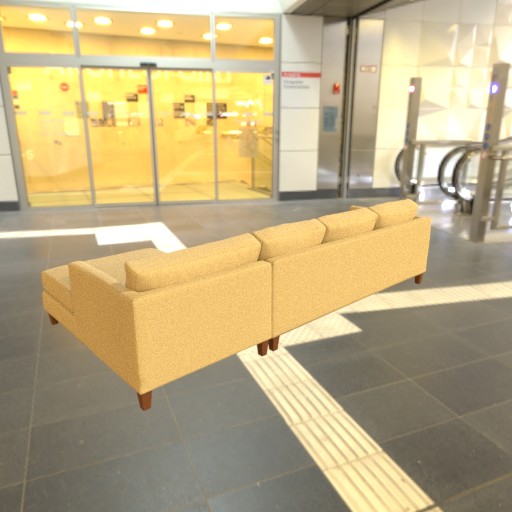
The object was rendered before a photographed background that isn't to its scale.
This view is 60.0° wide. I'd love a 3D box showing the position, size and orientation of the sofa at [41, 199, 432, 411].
[{"bbox_3d":[0.000,0.000,3.948,3.186,0.861,1.625,-15,22,-40],"label":"sofa"}]
